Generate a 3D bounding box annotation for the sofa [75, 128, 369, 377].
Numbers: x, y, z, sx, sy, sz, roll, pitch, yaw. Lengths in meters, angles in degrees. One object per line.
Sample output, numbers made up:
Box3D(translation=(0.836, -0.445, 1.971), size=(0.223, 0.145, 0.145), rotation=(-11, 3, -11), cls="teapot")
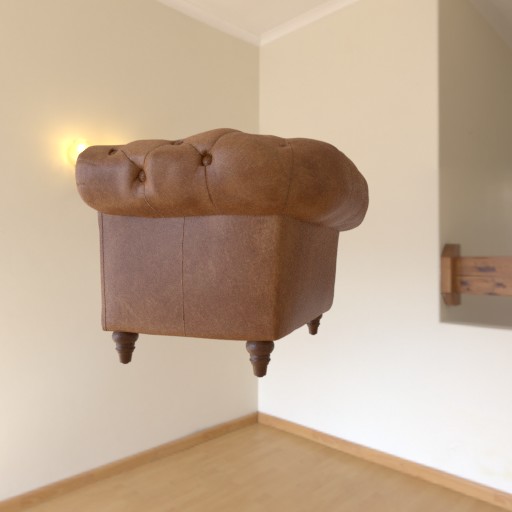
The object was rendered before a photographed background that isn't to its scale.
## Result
Box3D(translation=(0.000, 0.000, 2.092), size=(1.033, 0.878, 1.405), rotation=(0, 0, 20), cls="sofa")
